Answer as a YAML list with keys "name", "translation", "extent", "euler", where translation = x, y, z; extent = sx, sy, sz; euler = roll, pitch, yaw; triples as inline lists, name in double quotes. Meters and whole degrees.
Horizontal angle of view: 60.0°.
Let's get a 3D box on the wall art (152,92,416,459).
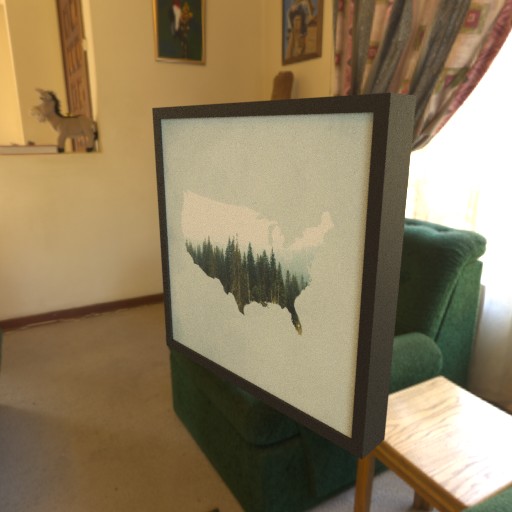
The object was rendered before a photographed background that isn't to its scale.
- name: "wall art"
  translation: [0.000, 0.000, 0.465]
  extent: [0.038, 0.304, 0.304]
  euler: [-15, 22, -43]
